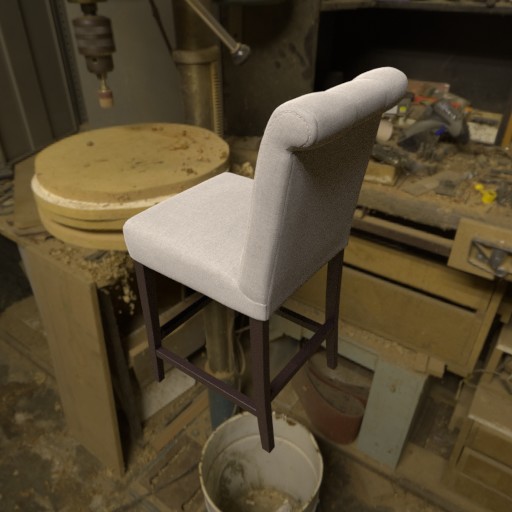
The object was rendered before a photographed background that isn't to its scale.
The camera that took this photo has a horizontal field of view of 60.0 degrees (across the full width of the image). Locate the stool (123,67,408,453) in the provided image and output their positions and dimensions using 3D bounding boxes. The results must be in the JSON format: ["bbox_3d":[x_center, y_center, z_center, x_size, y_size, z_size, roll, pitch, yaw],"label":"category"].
[{"bbox_3d":[0.000,0.000,1.316,0.601,1.040,0.493,22,39,30],"label":"stool"}]
